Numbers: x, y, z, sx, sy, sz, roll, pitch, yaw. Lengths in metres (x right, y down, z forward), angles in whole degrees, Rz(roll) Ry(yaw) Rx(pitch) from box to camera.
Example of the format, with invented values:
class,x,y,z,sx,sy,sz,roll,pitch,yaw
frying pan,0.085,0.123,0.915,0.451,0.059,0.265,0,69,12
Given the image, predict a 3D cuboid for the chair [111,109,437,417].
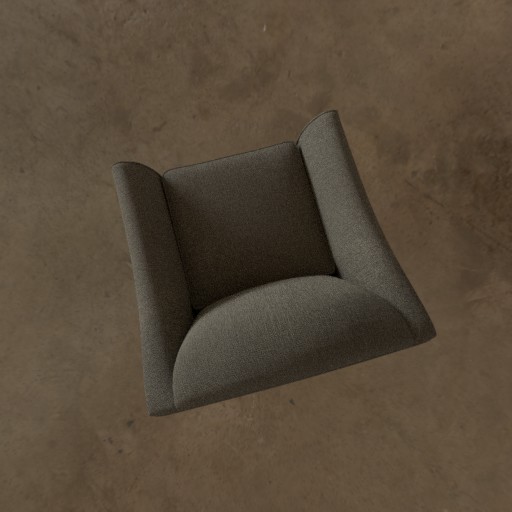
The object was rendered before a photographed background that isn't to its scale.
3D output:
class,x,y,z,sx,sy,sz,roll,pitch,yaw
chair,0.000,0.000,1.471,0.763,0.839,0.787,-15,78,-3
